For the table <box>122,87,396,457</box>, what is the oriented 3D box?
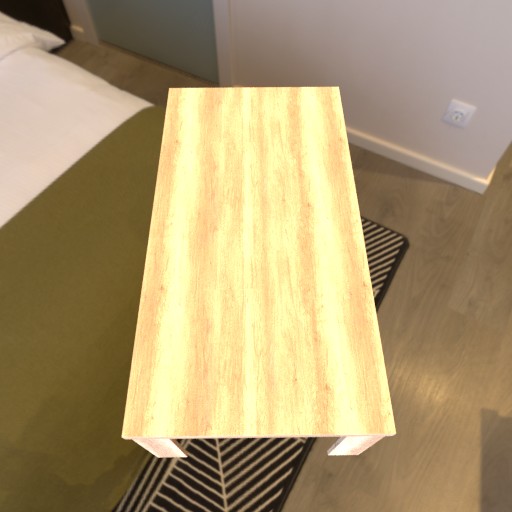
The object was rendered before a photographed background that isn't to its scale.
[{"bbox_3d":[0.000,0.000,1.676,0.700,0.460,1.350,-1,59,0],"label":"table"}]
